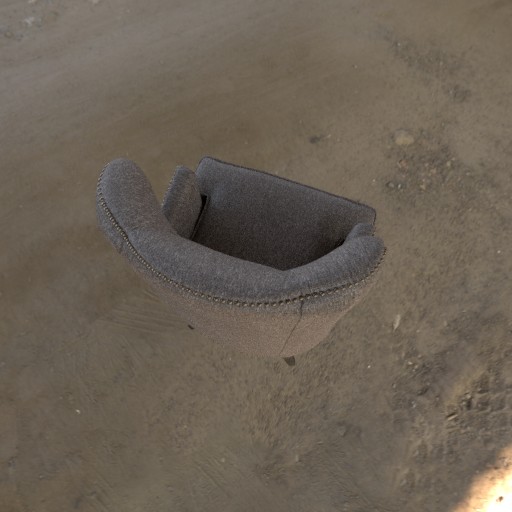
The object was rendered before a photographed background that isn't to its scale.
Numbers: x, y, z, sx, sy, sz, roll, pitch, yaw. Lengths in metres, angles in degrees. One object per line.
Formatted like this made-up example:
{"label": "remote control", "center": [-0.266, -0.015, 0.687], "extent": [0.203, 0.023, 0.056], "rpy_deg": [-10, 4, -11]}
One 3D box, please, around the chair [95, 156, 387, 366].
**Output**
{"label": "chair", "center": [0.000, 0.000, 1.586], "extent": [0.759, 1.060, 0.758], "rpy_deg": [19, 66, 9]}
